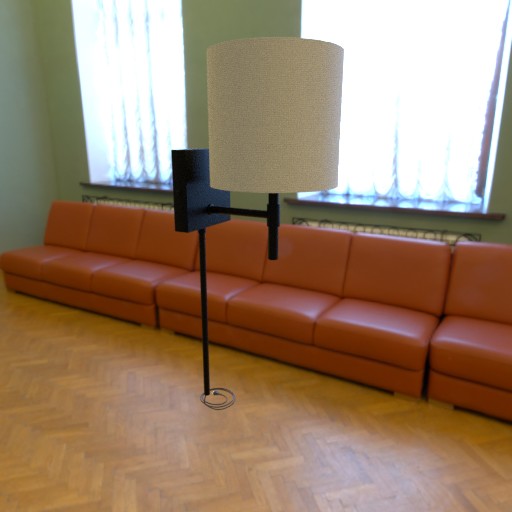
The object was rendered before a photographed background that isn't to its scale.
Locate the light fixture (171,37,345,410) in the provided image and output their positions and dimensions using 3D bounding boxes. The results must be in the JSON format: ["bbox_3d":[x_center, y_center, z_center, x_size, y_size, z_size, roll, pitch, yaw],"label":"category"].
[{"bbox_3d":[0.000,0.000,0.700,0.248,0.589,0.188,8,17,28],"label":"light fixture"}]
